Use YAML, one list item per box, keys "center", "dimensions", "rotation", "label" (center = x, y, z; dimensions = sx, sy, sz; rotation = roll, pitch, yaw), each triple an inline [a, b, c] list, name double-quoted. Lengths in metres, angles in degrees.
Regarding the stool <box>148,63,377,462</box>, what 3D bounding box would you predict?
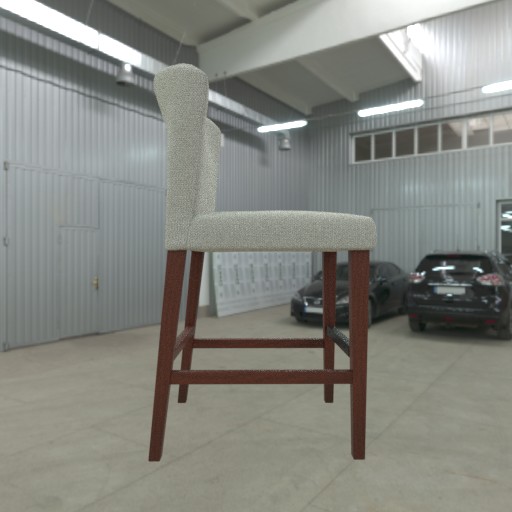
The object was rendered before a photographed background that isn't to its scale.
- center: [0.000, 0.000, 1.266]
  dimensions: [0.568, 0.969, 0.481]
  rotation: [0, 0, -1]
  label: "stool"
